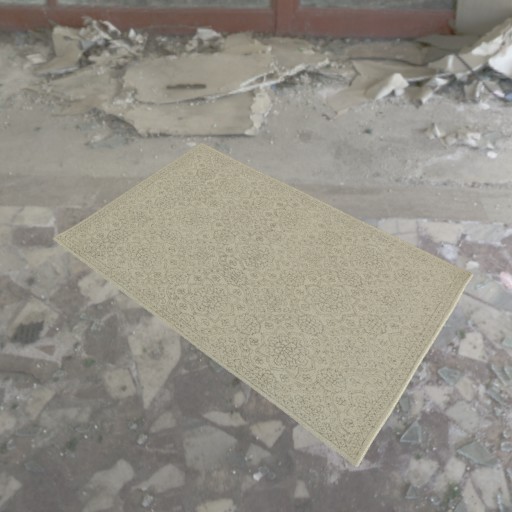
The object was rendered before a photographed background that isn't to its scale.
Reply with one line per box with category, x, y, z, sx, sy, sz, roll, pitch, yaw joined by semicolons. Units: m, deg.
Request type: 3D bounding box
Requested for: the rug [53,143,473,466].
rug;0.000;0.000;2.397;1.947;0.023;1.214;30;55;25
